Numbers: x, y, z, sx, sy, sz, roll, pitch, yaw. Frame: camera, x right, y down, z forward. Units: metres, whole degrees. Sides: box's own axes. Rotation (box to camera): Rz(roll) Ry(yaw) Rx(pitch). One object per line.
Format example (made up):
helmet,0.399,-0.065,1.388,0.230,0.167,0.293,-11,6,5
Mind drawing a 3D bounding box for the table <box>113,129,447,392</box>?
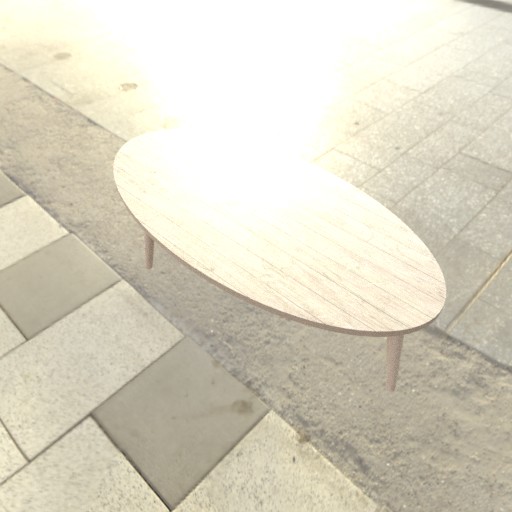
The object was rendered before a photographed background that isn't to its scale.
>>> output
table,0.000,0.000,1.363,1.083,0.390,0.542,33,54,28
